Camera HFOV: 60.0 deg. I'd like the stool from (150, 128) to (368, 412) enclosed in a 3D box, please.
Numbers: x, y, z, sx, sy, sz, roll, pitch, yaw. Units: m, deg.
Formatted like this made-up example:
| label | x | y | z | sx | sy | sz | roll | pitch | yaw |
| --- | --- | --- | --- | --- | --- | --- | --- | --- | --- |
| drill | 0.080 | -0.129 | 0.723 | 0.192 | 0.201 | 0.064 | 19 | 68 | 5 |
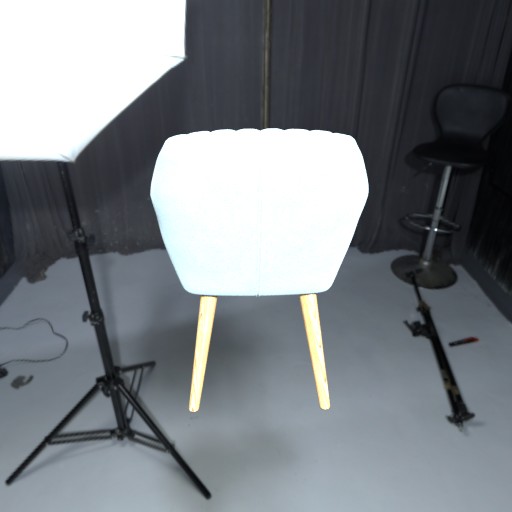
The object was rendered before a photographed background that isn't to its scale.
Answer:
| label | x | y | z | sx | sy | sz | roll | pitch | yaw |
| --- | --- | --- | --- | --- | --- | --- | --- | --- | --- |
| stool | 0.000 | 0.000 | 1.224 | 0.503 | 0.830 | 0.590 | -1 | 30 | -1 |
